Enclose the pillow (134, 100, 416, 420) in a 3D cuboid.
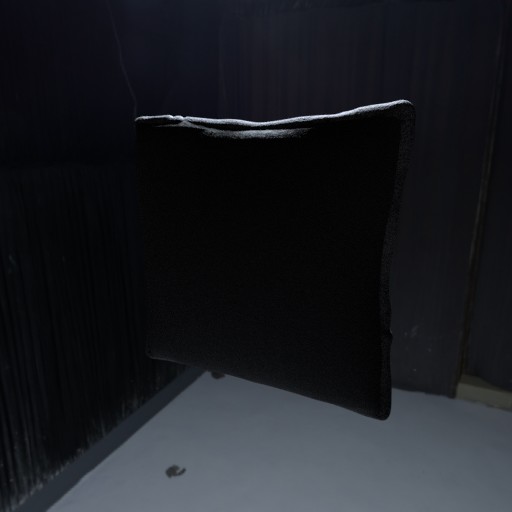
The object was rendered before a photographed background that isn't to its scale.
[{"bbox_3d":[0.000,0.000,0.811,0.522,0.520,0.204,7,16,26],"label":"pillow"}]
